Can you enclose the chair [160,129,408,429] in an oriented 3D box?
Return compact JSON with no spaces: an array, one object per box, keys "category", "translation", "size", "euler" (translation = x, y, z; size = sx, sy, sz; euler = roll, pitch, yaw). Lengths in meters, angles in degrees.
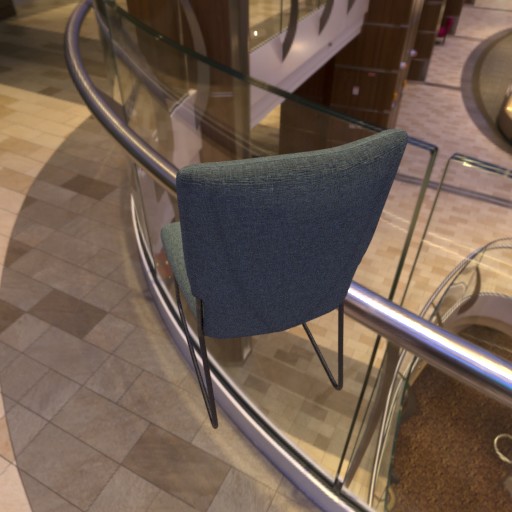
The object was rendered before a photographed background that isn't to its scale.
[{"category":"chair","translation":[0.000,0.000,1.264],"size":[0.480,0.931,0.635],"euler":[-12,43,-14]}]
